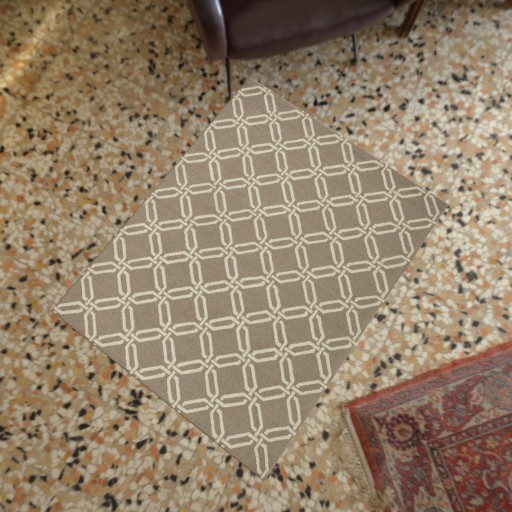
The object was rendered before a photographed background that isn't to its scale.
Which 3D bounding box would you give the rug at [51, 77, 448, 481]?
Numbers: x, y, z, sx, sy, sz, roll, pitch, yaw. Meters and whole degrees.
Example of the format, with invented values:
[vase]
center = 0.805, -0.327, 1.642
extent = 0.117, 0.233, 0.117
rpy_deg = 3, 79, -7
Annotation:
[rug]
center = 0.000, 0.000, 3.966
extent = 2.288, 0.018, 2.895
rpy_deg = 35, 78, 8
